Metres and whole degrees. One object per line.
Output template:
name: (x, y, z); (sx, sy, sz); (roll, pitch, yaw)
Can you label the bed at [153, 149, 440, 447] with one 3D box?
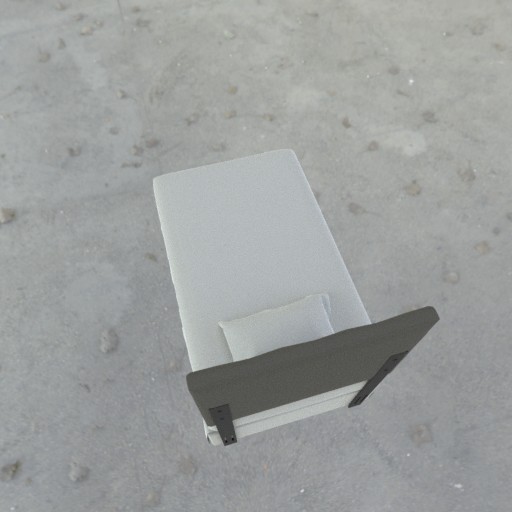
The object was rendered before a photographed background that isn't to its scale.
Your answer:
bed: (0.000, 0.000, 3.013); (1.261, 1.571, 1.997); (-14, 60, -8)
